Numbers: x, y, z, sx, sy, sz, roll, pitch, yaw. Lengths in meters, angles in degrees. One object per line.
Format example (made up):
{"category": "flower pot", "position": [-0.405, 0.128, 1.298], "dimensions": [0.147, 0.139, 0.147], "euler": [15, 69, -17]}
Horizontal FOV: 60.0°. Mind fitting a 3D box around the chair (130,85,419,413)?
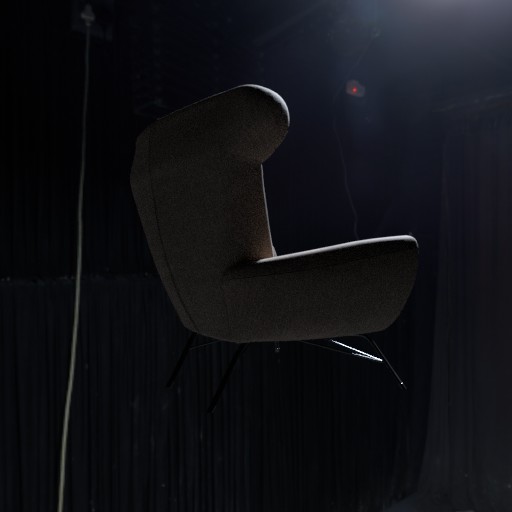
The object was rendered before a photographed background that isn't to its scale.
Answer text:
{"category": "chair", "position": [0.000, 0.000, 1.791], "dimensions": [0.900, 1.040, 0.980], "euler": [0, 1, -36]}
